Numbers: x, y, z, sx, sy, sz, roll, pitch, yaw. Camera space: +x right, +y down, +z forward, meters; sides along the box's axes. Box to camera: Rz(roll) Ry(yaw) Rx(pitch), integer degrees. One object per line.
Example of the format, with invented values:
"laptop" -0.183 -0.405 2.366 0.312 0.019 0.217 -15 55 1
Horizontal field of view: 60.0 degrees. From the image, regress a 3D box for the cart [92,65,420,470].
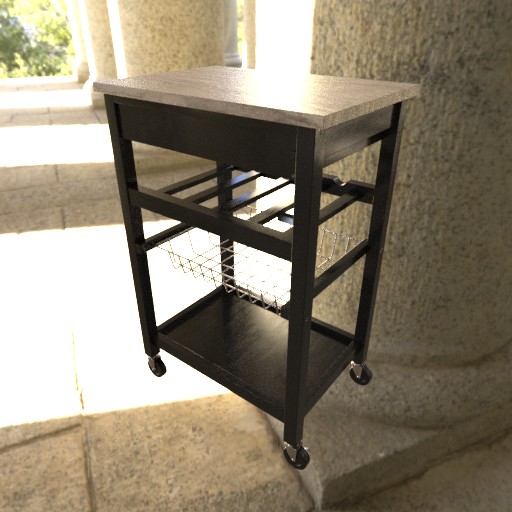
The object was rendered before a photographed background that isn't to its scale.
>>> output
"cart" 0.000 0.000 1.144 0.584 0.839 0.403 21 35 32
